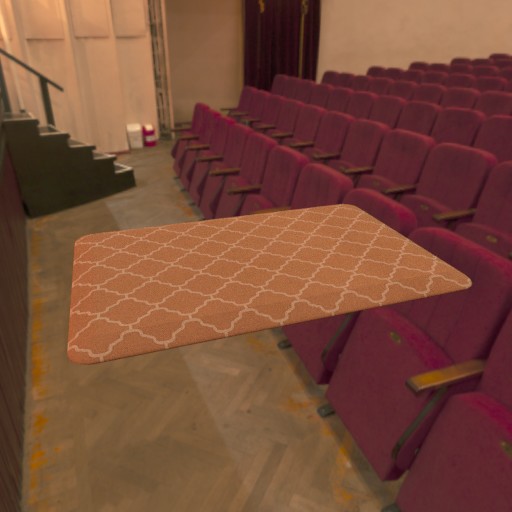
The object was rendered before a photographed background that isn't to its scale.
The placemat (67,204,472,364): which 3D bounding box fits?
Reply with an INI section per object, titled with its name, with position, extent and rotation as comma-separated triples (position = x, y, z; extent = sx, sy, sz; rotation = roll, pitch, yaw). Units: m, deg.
[placemat]
position = 0.000, 0.000, 0.975
extent = 0.762, 0.021, 0.508
rotation = -8, 27, -17
